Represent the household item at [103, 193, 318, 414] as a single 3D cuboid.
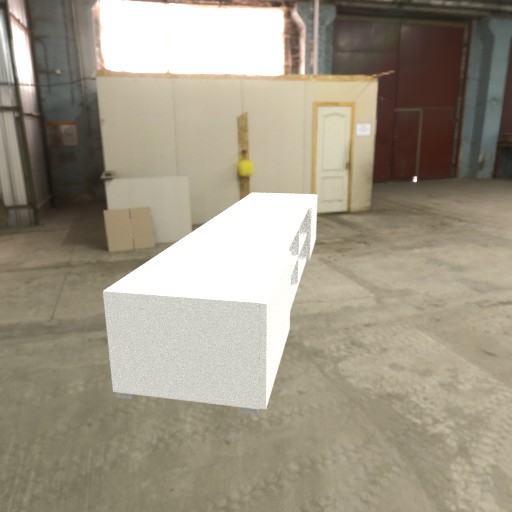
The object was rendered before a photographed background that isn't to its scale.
[{"bbox_3d":[0.000,0.000,1.994,0.420,0.310,1.850,3,16,11],"label":"household item"}]
